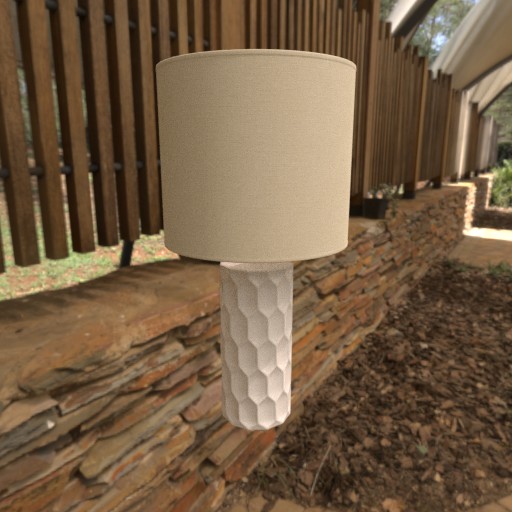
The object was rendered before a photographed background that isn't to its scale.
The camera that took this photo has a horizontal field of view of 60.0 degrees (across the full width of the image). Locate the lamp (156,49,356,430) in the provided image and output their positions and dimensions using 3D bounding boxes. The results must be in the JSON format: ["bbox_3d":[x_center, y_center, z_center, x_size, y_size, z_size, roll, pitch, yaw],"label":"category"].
[{"bbox_3d":[0.000,0.000,0.687,0.277,0.537,0.277,7,15,26],"label":"lamp"}]
